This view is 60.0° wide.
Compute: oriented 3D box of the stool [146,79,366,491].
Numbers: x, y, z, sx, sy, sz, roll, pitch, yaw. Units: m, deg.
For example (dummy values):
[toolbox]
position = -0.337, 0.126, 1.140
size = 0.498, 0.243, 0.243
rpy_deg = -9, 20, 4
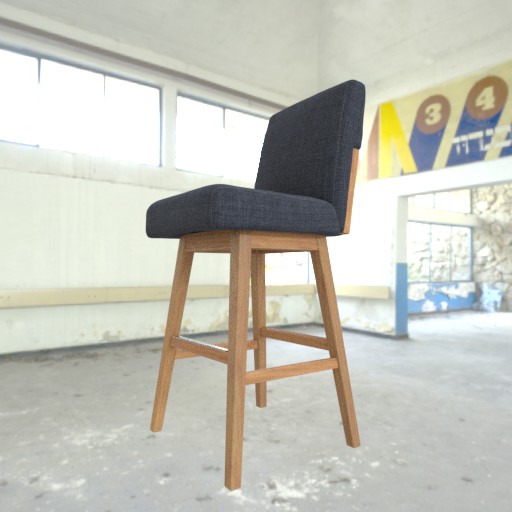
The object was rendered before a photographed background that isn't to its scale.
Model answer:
[stool]
position = 0.000, 0.000, 1.381
size = 0.570, 1.112, 0.483
rpy_deg = 1, -2, -36
